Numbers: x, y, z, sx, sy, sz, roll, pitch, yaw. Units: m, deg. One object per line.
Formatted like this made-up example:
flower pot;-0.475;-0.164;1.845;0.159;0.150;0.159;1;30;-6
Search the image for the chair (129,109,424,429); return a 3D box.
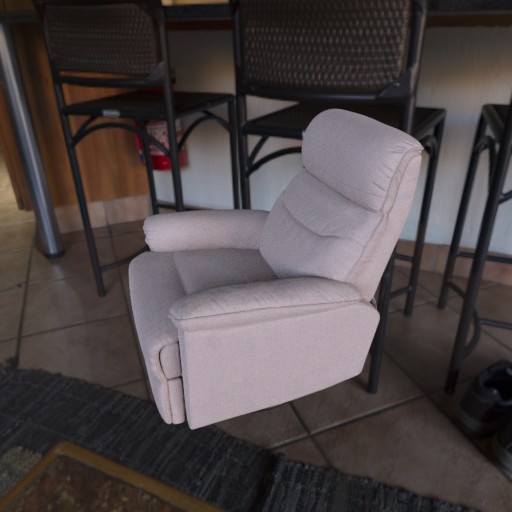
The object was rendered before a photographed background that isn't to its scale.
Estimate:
chair;0.000;0.000;1.779;1.004;1.037;0.820;-9;30;-17
